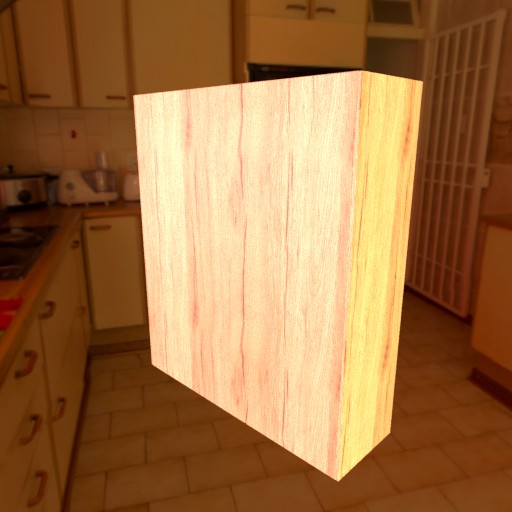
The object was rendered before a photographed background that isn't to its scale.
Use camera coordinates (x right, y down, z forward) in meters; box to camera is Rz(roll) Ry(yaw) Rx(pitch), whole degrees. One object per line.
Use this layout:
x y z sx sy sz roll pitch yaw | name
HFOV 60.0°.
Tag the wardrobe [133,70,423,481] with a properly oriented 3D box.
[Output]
0.000 0.000 2.932 1.810 2.070 0.580 15 21 42 | wardrobe
